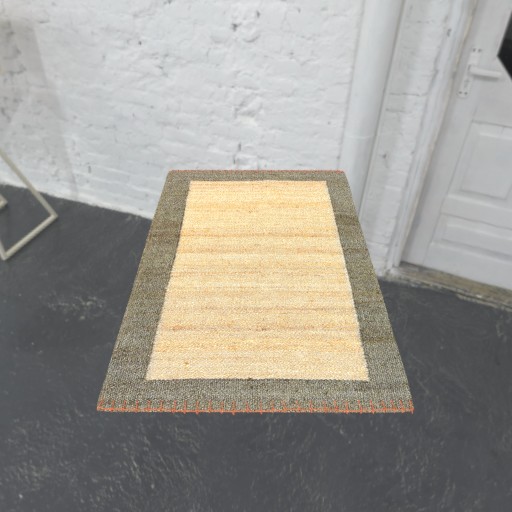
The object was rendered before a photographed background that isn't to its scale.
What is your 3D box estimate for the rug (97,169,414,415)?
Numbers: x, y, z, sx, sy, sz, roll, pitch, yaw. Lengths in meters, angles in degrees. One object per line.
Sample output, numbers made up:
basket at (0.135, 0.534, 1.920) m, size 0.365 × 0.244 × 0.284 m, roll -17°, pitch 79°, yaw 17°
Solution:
rug at (0.000, 0.000, 2.363) m, size 1.220 × 0.019 × 1.838 m, roll 0°, pitch 40°, yaw 0°
